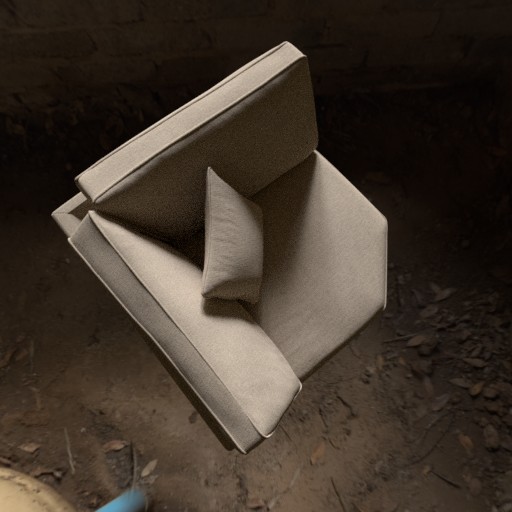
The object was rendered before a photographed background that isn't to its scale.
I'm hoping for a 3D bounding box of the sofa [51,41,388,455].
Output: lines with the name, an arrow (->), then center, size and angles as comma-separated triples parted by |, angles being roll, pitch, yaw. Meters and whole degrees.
sofa -> 0.000, 0.000, 1.817 | 1.042, 0.937, 1.050 | -38, 79, -9
